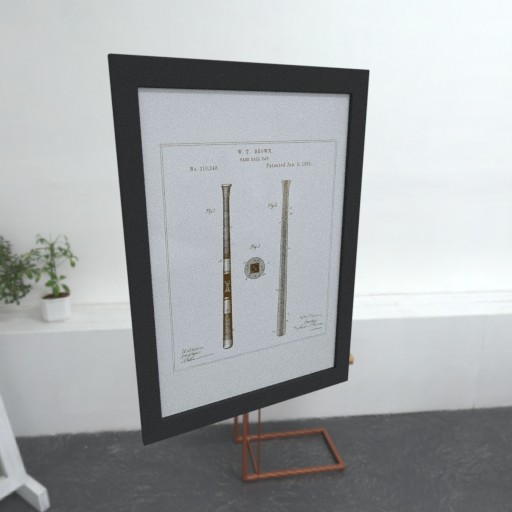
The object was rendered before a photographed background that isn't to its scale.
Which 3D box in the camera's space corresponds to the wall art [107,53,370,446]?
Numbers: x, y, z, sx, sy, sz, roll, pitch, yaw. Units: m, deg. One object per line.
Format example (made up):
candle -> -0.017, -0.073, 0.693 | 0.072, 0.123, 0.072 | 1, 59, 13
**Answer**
wall art -> 0.000, 0.000, 0.658 | 0.374, 0.529, 0.012 | -9, 19, -26
